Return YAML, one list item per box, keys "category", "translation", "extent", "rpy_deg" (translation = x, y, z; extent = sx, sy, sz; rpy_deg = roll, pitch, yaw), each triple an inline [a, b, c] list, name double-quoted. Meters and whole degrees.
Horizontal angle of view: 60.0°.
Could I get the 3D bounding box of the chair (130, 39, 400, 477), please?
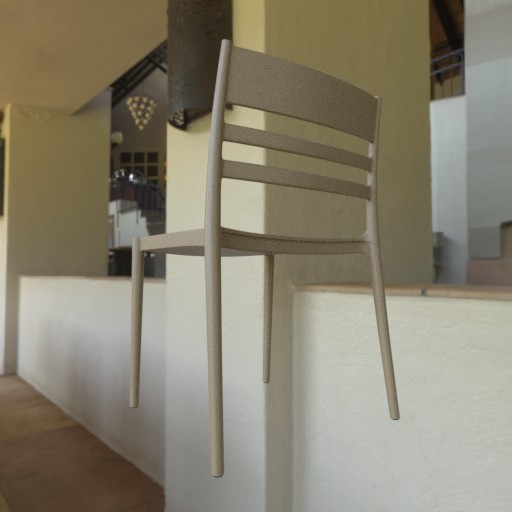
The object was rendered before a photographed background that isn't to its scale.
- category: "chair"
  translation: [0.000, 0.000, 1.132]
  extent: [0.531, 0.800, 0.511]
  rpy_deg: [2, -3, -37]
